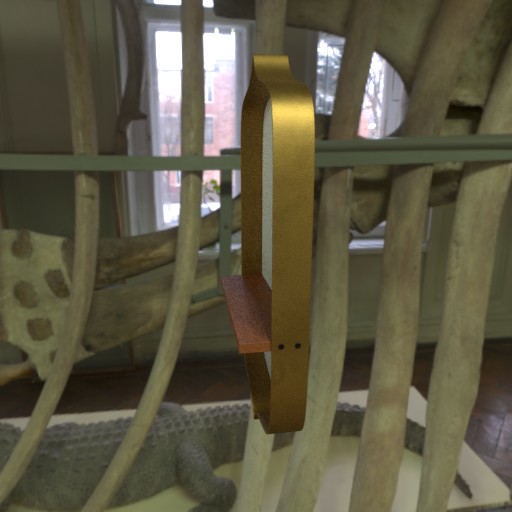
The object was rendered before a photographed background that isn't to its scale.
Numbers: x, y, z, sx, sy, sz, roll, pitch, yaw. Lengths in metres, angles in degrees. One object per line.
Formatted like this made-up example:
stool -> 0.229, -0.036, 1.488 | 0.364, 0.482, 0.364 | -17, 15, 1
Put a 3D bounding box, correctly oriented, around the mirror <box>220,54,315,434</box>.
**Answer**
mirror -> 0.000, 0.000, 0.729 | 0.096, 0.613, 0.323 | -2, 15, -9
